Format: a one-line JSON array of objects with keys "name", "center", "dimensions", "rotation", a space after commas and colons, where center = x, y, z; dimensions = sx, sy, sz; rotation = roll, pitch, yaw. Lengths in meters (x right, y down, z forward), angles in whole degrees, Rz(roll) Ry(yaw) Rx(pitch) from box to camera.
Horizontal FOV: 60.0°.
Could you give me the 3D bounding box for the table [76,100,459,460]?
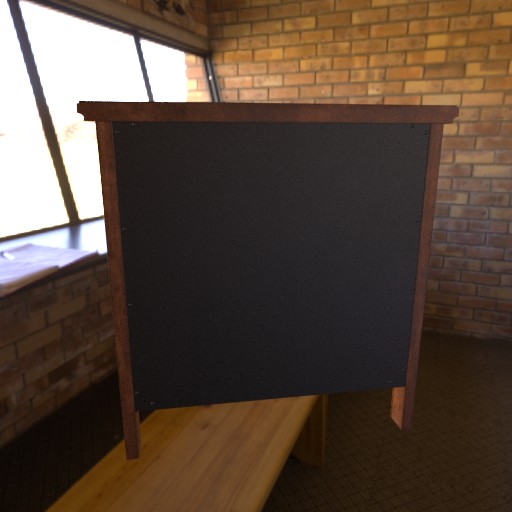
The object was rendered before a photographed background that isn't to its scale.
[{"name": "table", "center": [0.000, 0.000, 0.959], "dimensions": [0.586, 0.597, 0.461], "rotation": [-2, 15, -9]}]
